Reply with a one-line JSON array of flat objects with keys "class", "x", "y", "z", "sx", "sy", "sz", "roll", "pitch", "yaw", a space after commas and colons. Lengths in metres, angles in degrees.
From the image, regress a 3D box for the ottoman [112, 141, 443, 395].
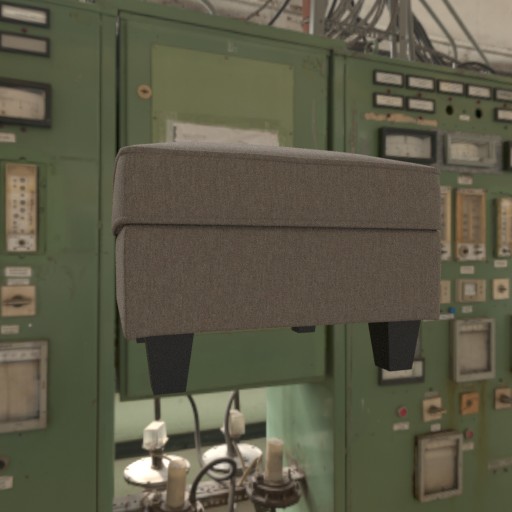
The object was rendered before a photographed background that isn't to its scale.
[{"class": "ottoman", "x": 0.000, "y": 0.000, "z": 1.407, "sx": 0.871, "sy": 0.612, "sz": 0.808, "roll": 0, "pitch": 0, "yaw": -18}]
